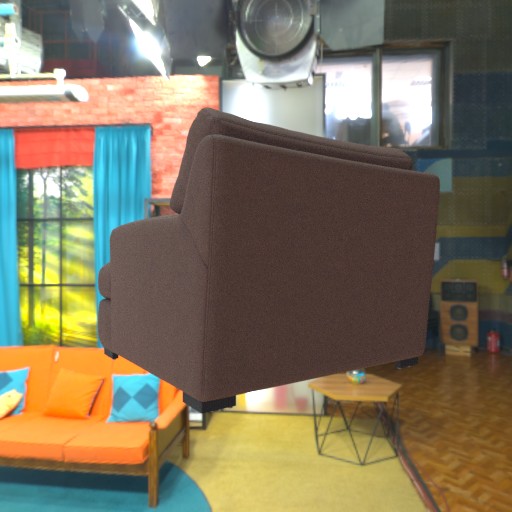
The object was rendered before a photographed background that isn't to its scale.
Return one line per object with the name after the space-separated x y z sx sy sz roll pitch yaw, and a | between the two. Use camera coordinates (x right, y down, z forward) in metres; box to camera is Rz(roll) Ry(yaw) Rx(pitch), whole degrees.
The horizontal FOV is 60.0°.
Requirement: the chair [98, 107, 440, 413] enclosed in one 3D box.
0.000 0.000 1.986 1.168 0.940 1.143 0 0 -35 | chair
